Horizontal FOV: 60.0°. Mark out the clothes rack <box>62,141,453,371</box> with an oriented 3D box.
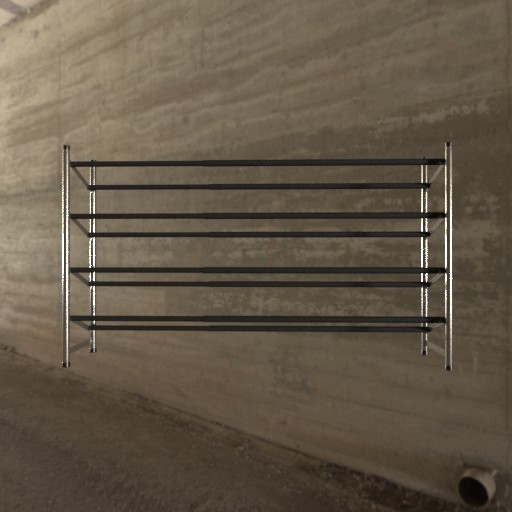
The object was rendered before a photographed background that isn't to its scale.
[{"bbox_3d":[0.000,0.000,1.428,1.168,0.672,0.229,0,0,2],"label":"clothes rack"}]
